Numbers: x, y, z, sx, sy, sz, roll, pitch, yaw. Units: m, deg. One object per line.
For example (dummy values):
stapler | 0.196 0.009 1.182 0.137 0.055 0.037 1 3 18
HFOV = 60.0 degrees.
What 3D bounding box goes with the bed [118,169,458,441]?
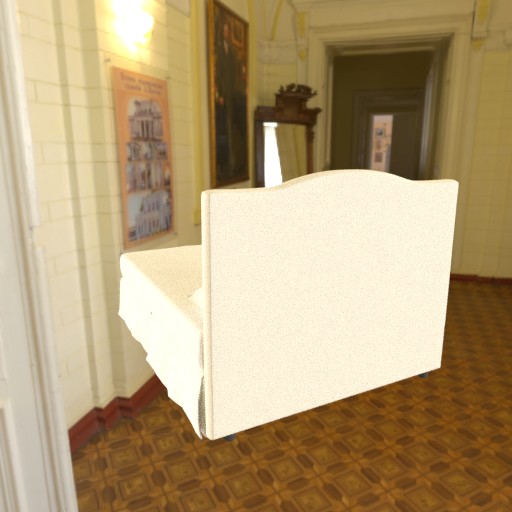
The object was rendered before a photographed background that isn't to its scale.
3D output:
bed | 0.000 0.000 3.528 1.821 1.436 2.282 -7 15 -27
